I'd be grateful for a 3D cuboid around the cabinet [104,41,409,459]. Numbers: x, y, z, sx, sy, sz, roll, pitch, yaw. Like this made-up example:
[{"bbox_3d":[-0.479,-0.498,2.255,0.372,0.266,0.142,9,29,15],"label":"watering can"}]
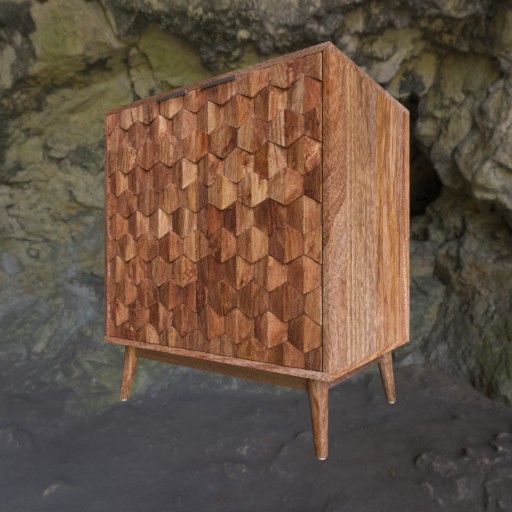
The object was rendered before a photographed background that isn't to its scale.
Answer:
[{"bbox_3d":[0.000,0.000,1.155,0.647,0.758,0.473,0,0,36],"label":"cabinet"}]
